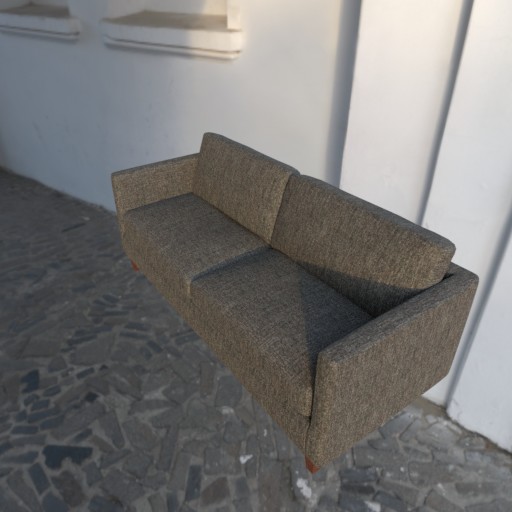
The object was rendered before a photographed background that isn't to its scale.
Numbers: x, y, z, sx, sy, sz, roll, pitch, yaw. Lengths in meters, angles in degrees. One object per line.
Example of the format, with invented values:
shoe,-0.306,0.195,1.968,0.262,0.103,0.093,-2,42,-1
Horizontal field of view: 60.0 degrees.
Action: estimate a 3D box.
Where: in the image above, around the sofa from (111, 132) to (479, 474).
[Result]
sofa,0.000,0.000,2.654,0.948,0.960,2.208,-21,38,-30
